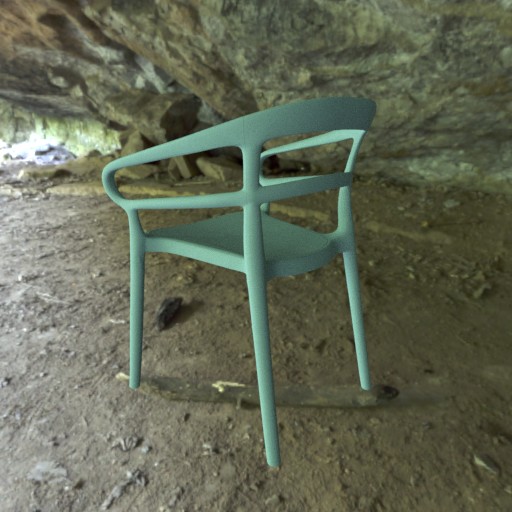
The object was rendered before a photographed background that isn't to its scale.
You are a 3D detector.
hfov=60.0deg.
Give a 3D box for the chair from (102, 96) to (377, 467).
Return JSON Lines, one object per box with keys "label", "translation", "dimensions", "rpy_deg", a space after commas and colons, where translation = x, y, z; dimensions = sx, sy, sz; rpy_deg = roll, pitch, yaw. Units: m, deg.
{"label": "chair", "translation": [0.000, 0.000, 1.146], "dimensions": [0.527, 0.761, 0.559], "rpy_deg": [16, 24, 41]}
